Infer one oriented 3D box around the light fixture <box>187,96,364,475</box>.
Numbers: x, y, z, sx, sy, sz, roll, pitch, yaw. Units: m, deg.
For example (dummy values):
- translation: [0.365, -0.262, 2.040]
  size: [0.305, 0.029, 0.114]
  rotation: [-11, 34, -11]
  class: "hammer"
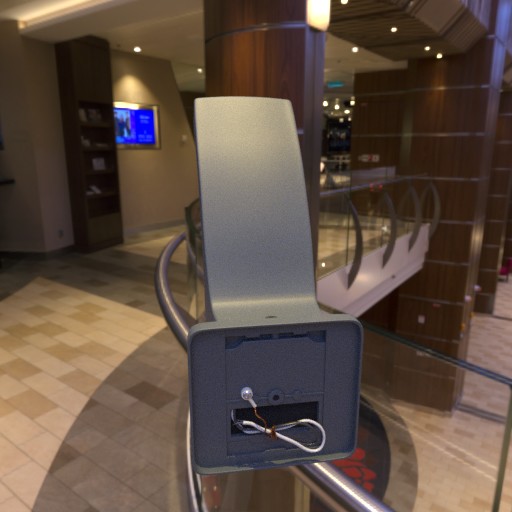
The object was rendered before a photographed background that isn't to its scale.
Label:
- translation: [0.000, 0.000, 0.337]
  size: [0.108, 0.243, 0.174]
  rotation: [-2, 14, -9]
  class: "light fixture"
